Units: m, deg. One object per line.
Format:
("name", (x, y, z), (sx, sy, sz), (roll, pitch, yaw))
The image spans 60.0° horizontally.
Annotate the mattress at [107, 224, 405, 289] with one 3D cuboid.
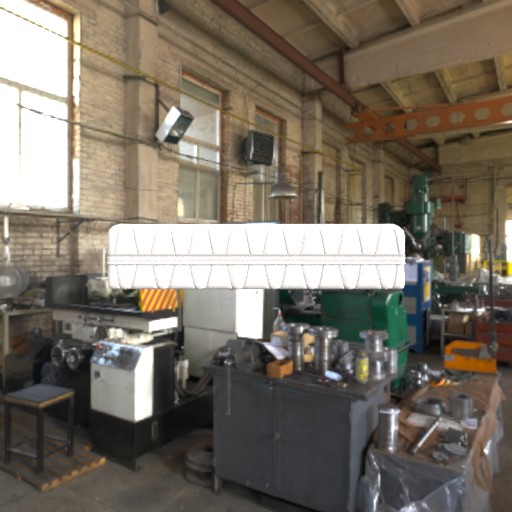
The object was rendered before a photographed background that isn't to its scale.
("mattress", (0.000, 0.000, 2.321), (0.900, 0.200, 2.000), (0, 0, 0))
